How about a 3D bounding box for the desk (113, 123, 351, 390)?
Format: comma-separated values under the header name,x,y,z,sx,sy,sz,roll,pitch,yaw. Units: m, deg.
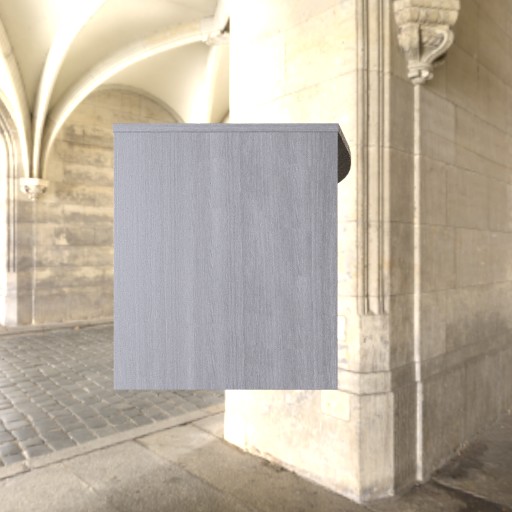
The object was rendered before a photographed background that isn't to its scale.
name,x,y,z,sx,sy,sz,roll,pitch,yaw
desk,0.000,0.000,2.046,0.802,0.750,1.600,0,0,0
